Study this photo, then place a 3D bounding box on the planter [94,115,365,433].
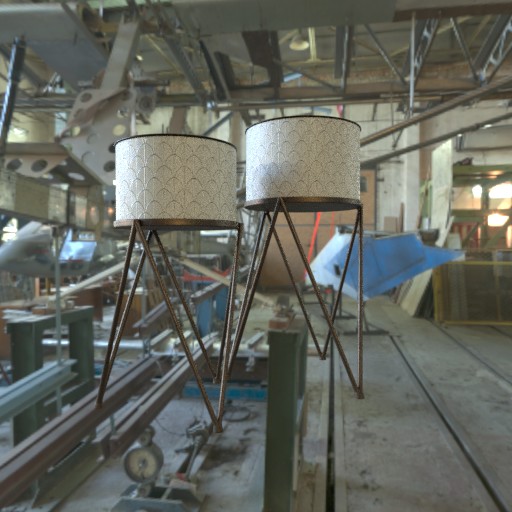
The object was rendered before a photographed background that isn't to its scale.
[{"bbox_3d":[0.000,0.000,1.163,0.769,0.712,0.413,-1,2,-36],"label":"planter"}]
